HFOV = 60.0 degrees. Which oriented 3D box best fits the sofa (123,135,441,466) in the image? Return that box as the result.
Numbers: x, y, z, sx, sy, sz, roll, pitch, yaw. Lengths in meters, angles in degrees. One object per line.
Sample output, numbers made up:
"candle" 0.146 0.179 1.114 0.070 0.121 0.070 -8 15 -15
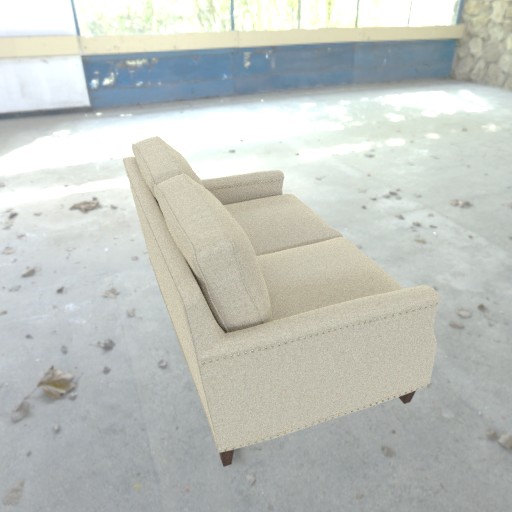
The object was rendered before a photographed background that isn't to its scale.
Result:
"sofa" 0.000 0.000 2.272 1.084 1.003 1.597 -11 32 -18
